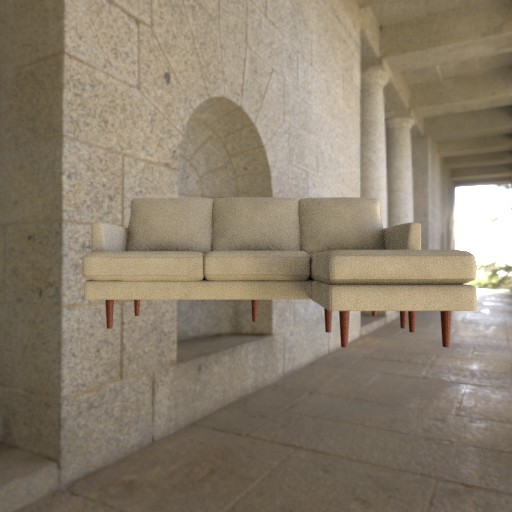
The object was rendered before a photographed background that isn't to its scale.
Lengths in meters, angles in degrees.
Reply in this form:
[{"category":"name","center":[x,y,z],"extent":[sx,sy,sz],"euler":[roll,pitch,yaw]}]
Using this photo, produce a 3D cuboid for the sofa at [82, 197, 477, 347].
[{"category":"sofa","center":[0.000,0.000,2.959],"extent":[2.233,0.956,1.504],"euler":[0,-1,0]}]
